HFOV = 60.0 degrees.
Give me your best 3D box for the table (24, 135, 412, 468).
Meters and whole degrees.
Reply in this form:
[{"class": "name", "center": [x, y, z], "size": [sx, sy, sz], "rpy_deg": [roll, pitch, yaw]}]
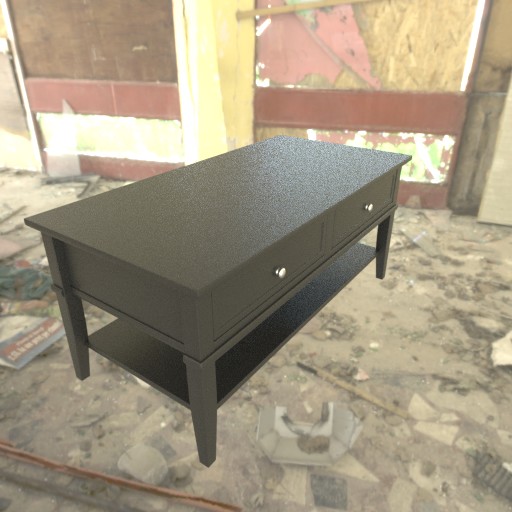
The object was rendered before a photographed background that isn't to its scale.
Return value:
[{"class": "table", "center": [0.000, 0.000, 1.333], "size": [0.523, 0.470, 1.044], "rpy_deg": [18, 33, 31]}]
